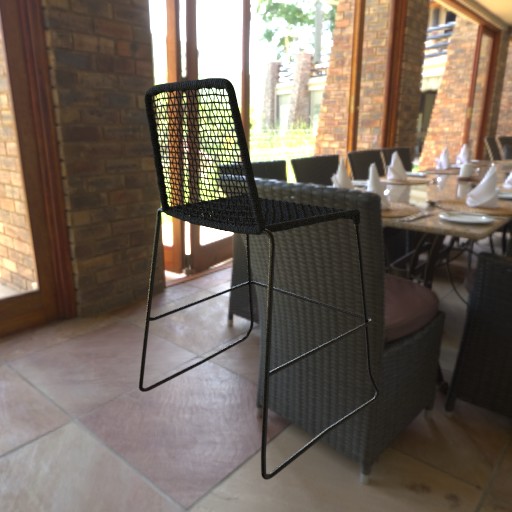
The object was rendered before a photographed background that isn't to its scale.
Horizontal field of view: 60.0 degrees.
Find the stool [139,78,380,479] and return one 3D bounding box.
[{"bbox_3d":[0.000,0.000,1.270,0.590,0.905,0.509,15,22,42],"label":"stool"}]
